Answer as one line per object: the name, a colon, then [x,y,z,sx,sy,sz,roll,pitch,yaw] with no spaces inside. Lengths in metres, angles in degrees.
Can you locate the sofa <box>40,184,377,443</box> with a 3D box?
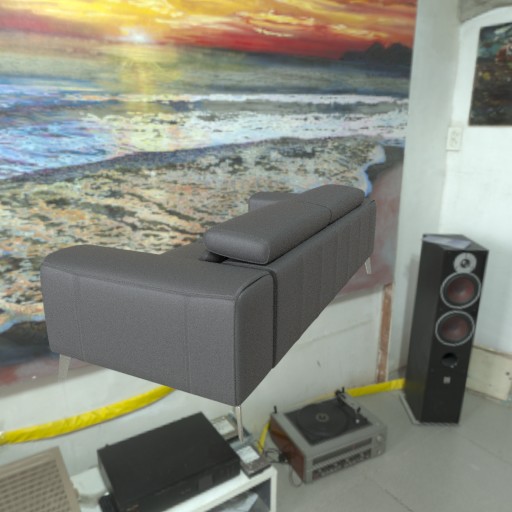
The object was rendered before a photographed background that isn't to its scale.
sofa: [0.000,0.000,2.758,1.023,0.759,2.321,8,18,25]
